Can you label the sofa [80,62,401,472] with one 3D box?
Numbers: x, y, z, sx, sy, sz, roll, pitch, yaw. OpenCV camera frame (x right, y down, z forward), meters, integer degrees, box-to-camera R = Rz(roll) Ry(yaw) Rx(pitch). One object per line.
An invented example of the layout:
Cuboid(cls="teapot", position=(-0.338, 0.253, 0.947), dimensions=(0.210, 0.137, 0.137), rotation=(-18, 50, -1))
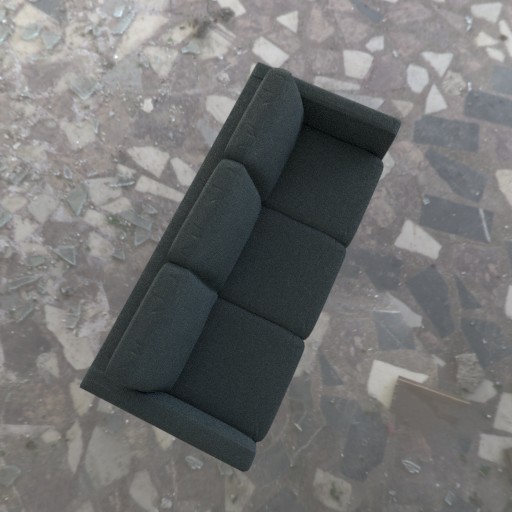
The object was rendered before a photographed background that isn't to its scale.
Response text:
Cuboid(cls="sofa", position=(0.000, 0.000, 2.527), dimensions=(0.935, 0.945, 2.013), rotation=(25, 77, 6))
